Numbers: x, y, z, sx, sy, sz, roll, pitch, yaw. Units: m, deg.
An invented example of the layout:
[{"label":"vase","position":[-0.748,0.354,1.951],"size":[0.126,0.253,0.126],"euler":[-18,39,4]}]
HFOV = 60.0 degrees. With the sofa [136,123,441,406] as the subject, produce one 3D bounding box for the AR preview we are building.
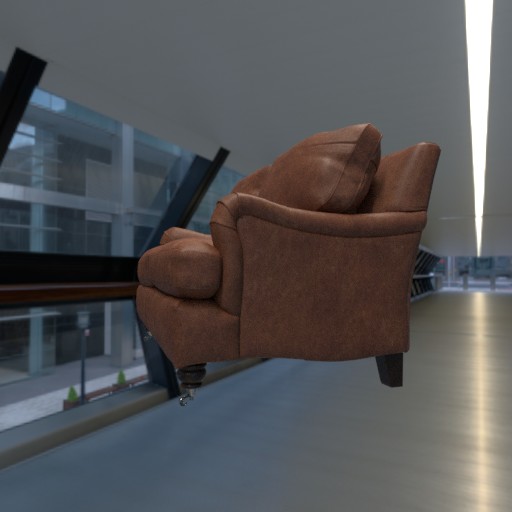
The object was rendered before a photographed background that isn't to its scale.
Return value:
[{"label":"sofa","position":[0.000,0.000,2.219],"size":[1.077,1.004,1.527],"euler":[0,-1,-19]}]
